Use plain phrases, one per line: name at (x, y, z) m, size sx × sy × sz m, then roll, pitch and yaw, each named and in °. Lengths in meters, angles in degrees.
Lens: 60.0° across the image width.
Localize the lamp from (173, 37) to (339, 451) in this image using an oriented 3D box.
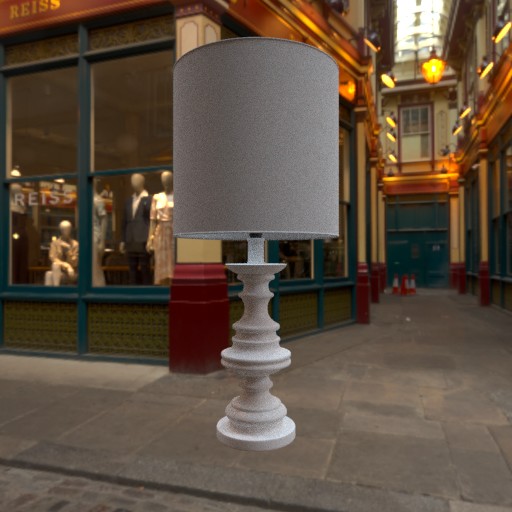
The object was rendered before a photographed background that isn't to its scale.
lamp at (0.000, 0.000, 0.565) m, size 0.208 × 0.455 × 0.208 m, roll 0°, pitch 0°, yaw 17°
